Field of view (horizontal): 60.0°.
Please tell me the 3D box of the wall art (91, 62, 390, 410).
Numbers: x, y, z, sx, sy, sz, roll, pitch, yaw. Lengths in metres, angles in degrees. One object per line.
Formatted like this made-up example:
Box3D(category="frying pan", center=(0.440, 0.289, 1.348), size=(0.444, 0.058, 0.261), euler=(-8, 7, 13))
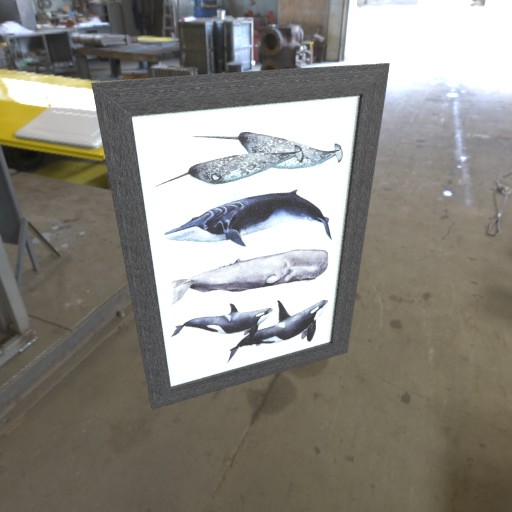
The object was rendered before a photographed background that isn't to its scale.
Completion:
Box3D(category="wall art", center=(0.000, 0.000, 1.434), size=(0.810, 1.116, 0.016), euler=(-11, 34, -18))
